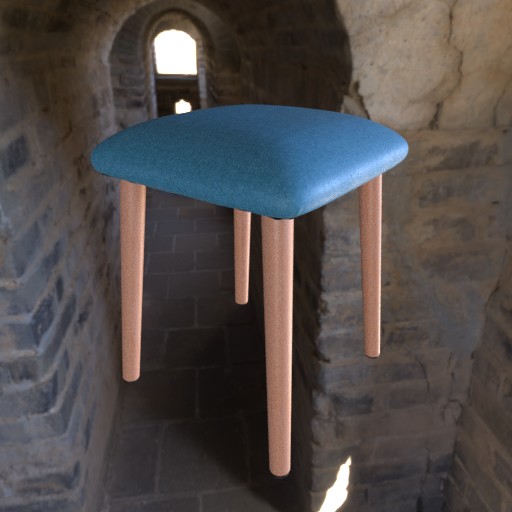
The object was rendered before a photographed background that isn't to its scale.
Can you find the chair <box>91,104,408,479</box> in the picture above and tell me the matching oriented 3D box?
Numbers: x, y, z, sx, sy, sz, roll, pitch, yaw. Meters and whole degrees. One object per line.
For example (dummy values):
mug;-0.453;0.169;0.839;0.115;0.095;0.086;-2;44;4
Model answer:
chair;0.000;0.000;0.719;0.360;0.450;0.360;18;31;32
